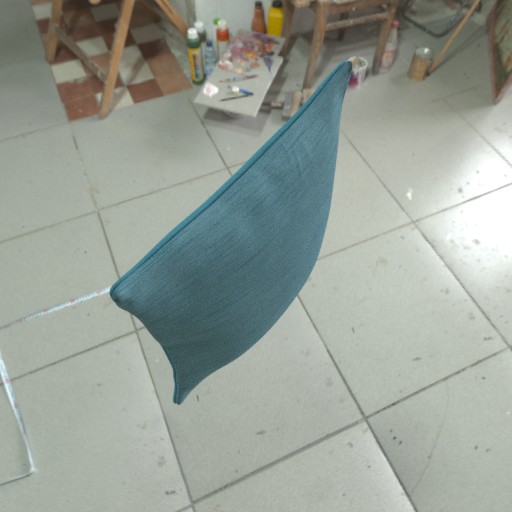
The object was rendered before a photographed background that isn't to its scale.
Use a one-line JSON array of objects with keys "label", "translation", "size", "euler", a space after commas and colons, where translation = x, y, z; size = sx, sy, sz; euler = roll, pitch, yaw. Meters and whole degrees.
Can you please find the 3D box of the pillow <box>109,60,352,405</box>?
[{"label": "pillow", "translation": [0.000, 0.000, 0.663], "size": [0.151, 0.415, 0.433], "euler": [32, 64, 18]}]
